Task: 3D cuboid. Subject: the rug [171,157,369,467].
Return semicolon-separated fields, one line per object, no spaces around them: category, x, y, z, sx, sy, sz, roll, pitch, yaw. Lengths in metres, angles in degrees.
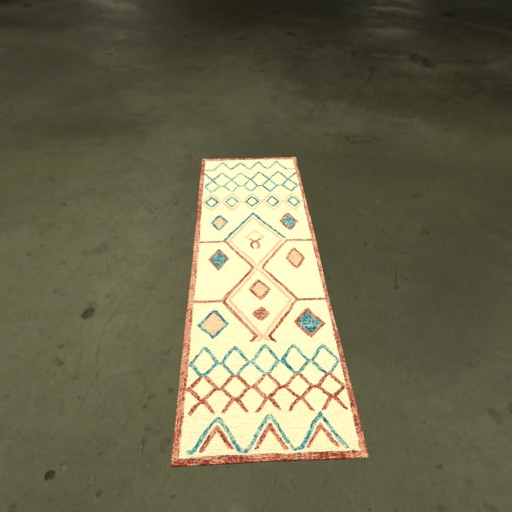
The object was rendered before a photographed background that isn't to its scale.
rug;0.000;0.000;2.605;0.750;0.011;2.435;-2;40;-2
